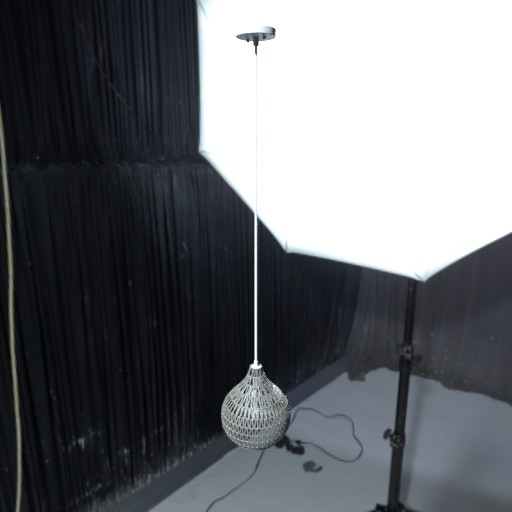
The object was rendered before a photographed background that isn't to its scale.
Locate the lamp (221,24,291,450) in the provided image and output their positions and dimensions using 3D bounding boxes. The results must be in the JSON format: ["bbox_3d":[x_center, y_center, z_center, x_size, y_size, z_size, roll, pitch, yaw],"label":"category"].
[{"bbox_3d":[0.000,0.000,2.061,0.355,1.919,0.355,13,20,41],"label":"lamp"}]
